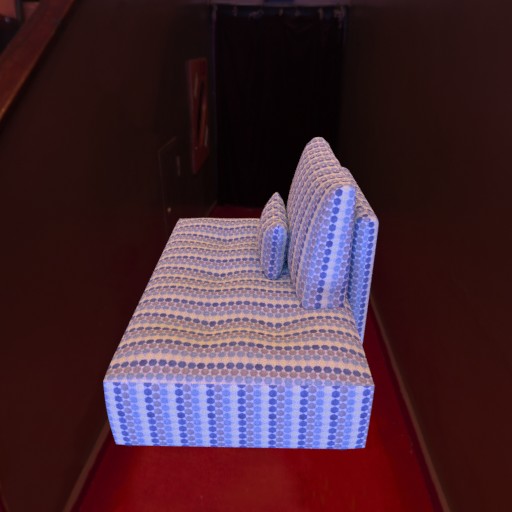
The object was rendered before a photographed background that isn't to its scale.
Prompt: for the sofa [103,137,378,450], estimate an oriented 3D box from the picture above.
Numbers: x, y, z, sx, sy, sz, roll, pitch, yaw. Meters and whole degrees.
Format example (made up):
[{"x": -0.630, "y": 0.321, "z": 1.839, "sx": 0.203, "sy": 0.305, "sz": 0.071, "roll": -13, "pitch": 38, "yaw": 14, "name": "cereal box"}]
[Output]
[{"x": 0.000, "y": 0.000, "z": 2.017, "sx": 1.000, "sy": 0.820, "sz": 1.450, "roll": 1, "pitch": 27, "yaw": 1, "name": "sofa"}]
